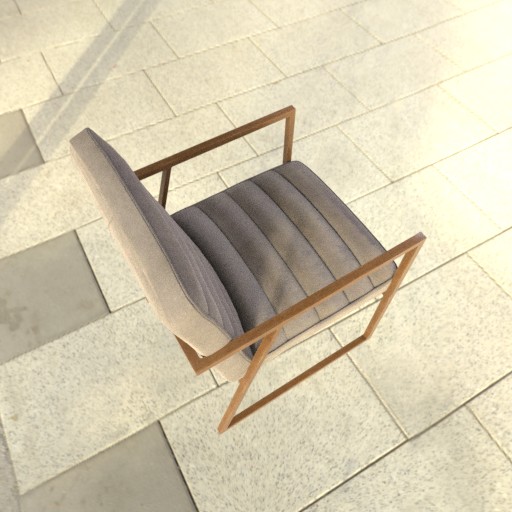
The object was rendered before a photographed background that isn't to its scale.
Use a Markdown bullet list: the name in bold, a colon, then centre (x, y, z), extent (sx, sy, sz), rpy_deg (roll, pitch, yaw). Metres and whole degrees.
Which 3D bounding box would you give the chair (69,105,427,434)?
- **chair**: centre (0.000, 0.000, 1.288), extent (0.682, 0.843, 0.578), rpy_deg (-27, 61, -17)
